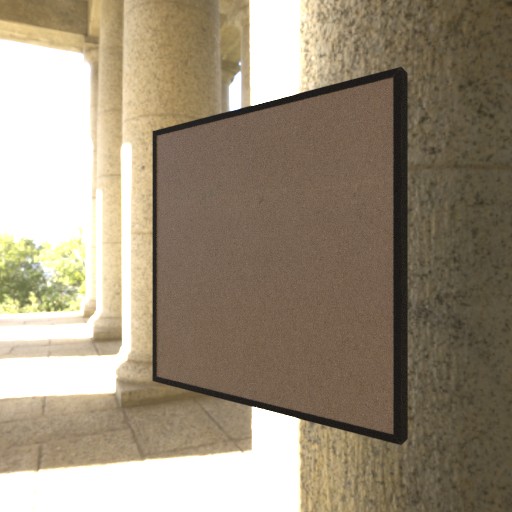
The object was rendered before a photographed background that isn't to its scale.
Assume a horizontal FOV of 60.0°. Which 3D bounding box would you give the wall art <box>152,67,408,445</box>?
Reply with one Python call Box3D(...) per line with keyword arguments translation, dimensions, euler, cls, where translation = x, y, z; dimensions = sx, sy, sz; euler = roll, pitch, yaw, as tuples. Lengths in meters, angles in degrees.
Box3D(translation=(0.000, 0.000, 1.136), dimensions=(0.762, 0.762, 0.038), euler=(0, 0, 37), cls="wall art")
